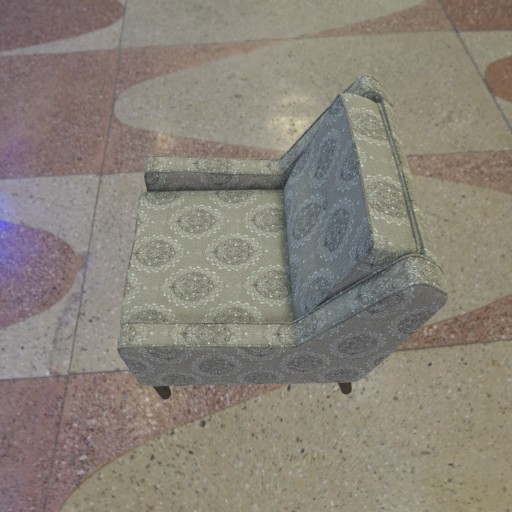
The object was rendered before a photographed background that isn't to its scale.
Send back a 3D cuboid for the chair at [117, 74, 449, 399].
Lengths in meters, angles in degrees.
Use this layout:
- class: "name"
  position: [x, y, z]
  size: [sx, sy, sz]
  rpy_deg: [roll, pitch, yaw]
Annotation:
- class: "chair"
  position: [0.000, 0.000, 1.315]
  size: [0.750, 0.797, 0.665]
  rpy_deg: [-1, 57, -1]
